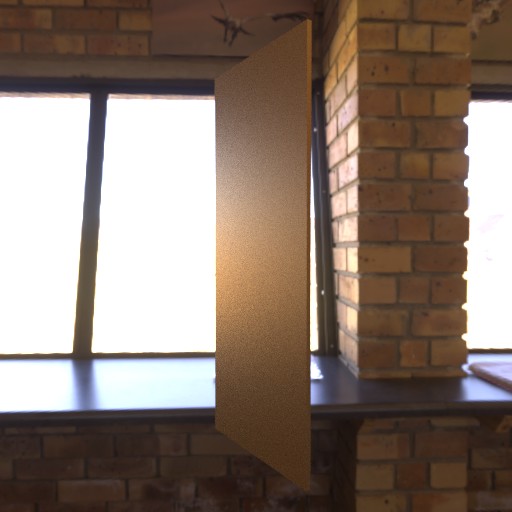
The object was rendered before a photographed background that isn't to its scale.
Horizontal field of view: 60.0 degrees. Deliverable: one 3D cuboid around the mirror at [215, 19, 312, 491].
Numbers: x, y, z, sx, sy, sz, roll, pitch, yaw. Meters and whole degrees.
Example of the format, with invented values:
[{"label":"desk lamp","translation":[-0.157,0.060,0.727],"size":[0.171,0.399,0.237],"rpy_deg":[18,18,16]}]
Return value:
[{"label":"mirror","translation":[0.000,0.000,2.249],"size":[0.025,2.031,0.812],"rpy_deg":[-1,1,-34]}]
